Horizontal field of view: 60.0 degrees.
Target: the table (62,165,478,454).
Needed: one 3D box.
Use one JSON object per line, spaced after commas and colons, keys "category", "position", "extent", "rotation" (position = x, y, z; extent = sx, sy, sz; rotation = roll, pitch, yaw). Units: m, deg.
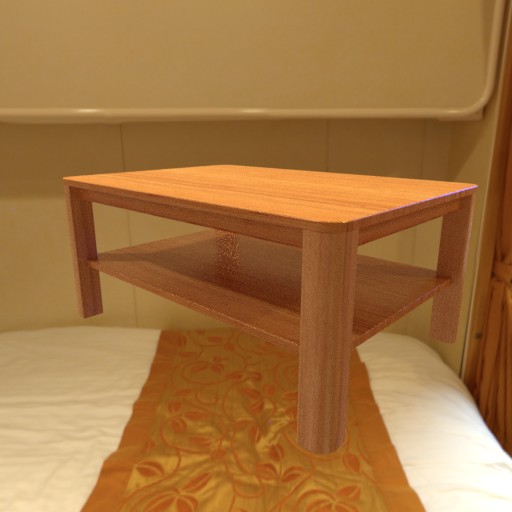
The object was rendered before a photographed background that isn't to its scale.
{"category": "table", "position": [0.000, 0.000, 1.322], "extent": [0.997, 0.445, 0.696], "rotation": [14, 21, 41]}
